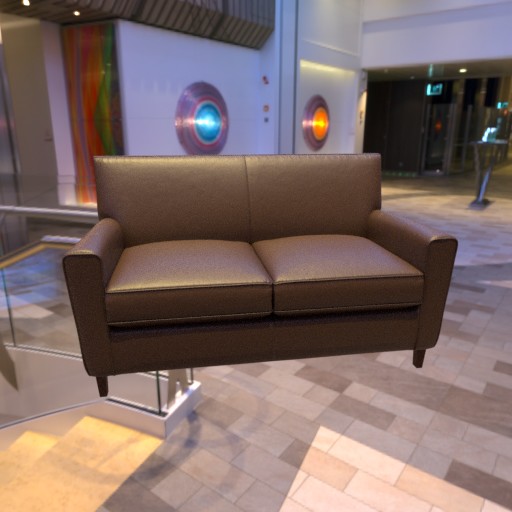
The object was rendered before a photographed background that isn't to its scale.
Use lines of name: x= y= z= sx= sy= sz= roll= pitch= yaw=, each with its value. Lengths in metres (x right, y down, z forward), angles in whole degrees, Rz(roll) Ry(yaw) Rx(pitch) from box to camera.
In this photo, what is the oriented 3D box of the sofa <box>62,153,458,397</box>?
sofa: x=0.000 y=0.000 z=2.014 sx=1.468 sy=0.859 sz=0.853 roll=-3 pitch=16 yaw=-9
